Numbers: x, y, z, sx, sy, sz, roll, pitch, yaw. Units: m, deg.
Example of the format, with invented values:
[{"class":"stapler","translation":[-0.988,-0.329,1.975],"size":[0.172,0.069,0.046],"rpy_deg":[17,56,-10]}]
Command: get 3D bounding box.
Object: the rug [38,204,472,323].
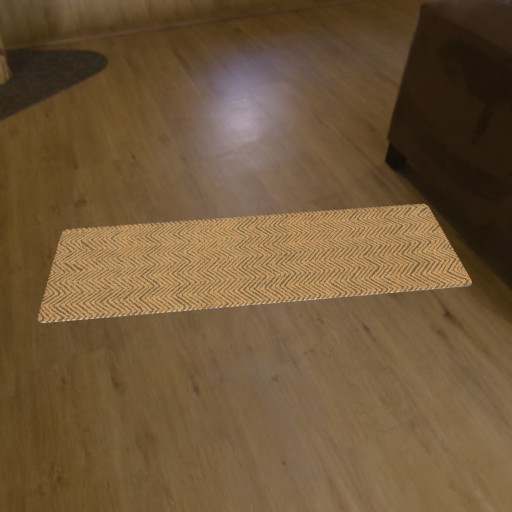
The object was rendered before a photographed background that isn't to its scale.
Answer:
[{"class":"rug","translation":[0.000,0.000,2.539],"size":[2.286,0.008,0.686],"rpy_deg":[-4,47,-4]}]
